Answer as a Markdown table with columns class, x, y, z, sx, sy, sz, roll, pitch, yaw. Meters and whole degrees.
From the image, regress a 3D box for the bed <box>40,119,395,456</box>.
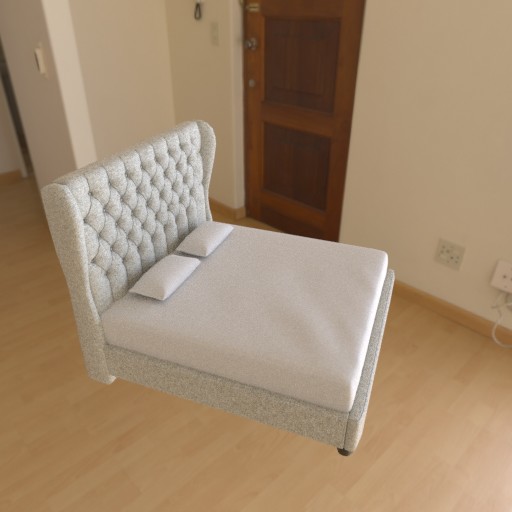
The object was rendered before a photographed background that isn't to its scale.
| class | x | y | z | sx | sy | sz | roll | pitch | yaw |
| --- | --- | --- | --- | --- | --- | --- | --- | --- | --- |
| bed | 0.000 | 0.000 | 3.932 | 2.347 | 1.771 | 2.219 | 11 | 32 | 18 |
